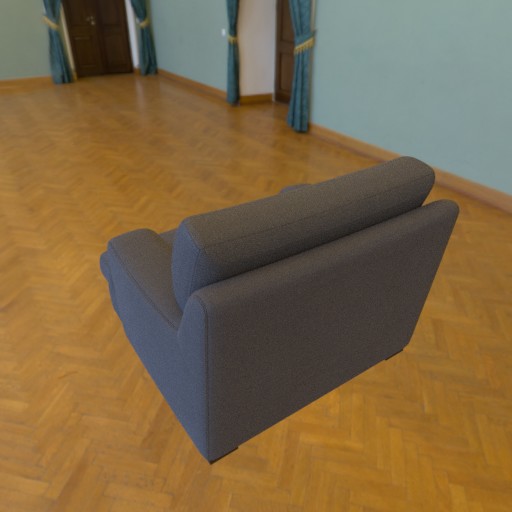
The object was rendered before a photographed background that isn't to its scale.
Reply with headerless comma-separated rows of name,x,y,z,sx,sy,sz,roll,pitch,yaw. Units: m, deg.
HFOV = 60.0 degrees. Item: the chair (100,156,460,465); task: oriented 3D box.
chair,0.000,0.000,1.947,1.168,0.940,1.143,-20,37,-29
